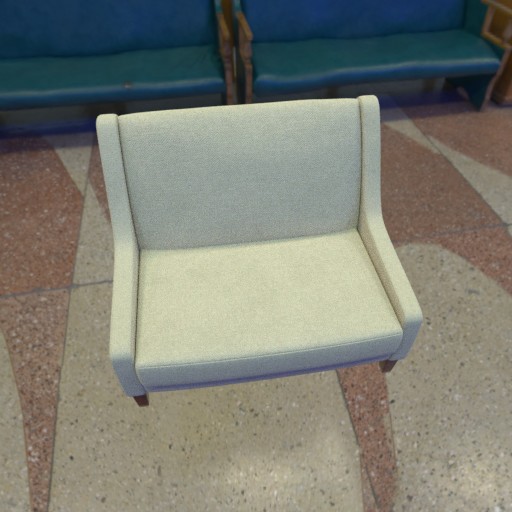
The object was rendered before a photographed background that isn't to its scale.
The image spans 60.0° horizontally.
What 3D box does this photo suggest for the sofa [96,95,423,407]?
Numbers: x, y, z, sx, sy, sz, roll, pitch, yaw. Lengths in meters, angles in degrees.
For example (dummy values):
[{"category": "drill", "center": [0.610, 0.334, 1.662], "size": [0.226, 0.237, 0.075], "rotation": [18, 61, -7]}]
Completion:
[{"category": "sofa", "center": [0.000, 0.000, 1.933], "size": [1.212, 0.976, 0.946], "rotation": [-6, 46, -6]}]
